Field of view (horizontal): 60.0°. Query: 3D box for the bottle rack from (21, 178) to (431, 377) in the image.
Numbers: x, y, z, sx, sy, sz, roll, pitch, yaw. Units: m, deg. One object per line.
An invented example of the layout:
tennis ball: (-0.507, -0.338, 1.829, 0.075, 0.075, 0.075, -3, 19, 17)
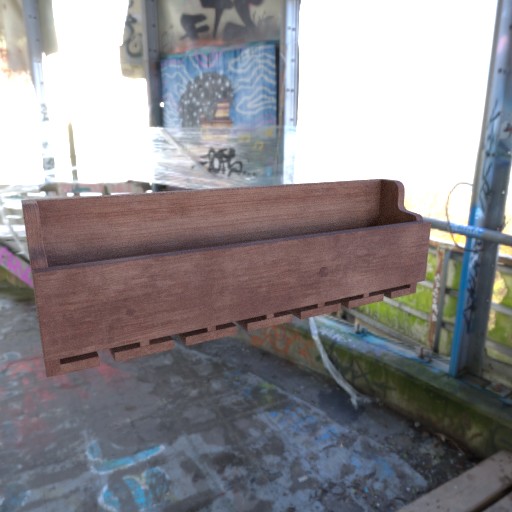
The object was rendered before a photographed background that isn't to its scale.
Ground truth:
bottle rack: (0.000, 0.000, 0.674, 0.608, 0.196, 0.126, -8, 17, -27)
